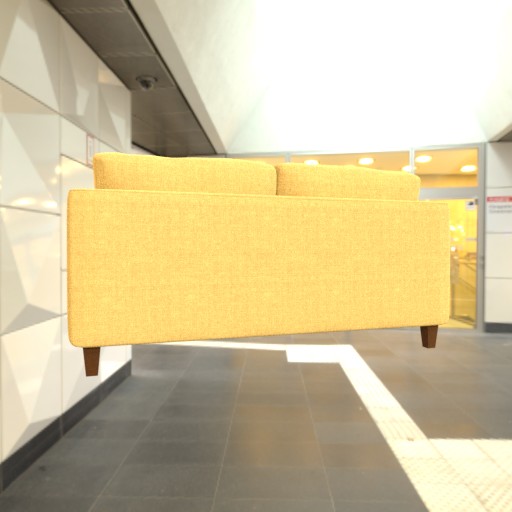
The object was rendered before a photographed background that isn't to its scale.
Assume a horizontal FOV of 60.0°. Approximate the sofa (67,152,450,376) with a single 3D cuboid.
[{"bbox_3d":[0.000,0.000,2.481,1.884,0.963,0.950,0,1,-18],"label":"sofa"}]
